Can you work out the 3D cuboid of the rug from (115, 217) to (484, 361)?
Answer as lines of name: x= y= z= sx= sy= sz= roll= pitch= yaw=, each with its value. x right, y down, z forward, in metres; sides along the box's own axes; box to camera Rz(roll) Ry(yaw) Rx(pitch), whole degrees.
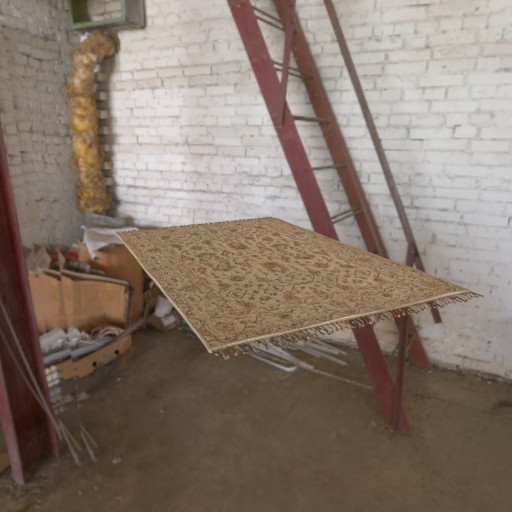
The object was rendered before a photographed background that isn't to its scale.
rug: x=0.000 y=0.000 z=3.069 sx=1.529 sy=0.027 sz=2.434 roll=-8 pitch=18 yaw=-25
